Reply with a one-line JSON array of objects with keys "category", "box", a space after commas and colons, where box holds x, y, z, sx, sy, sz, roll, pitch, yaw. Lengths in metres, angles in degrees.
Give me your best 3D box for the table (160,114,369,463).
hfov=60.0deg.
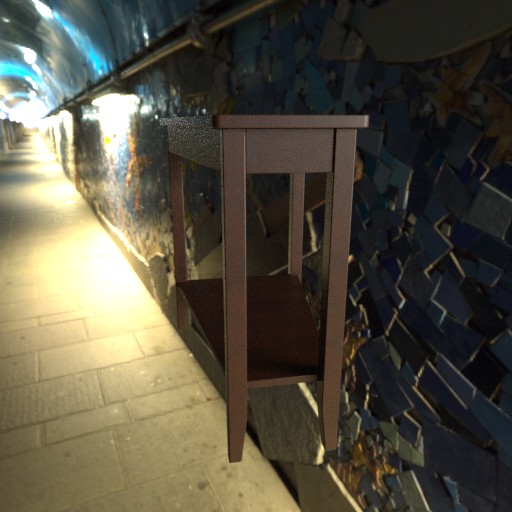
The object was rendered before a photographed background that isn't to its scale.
[{"category": "table", "box": [0.000, 0.000, 0.984, 0.399, 0.589, 0.605, -3, 17, -10]}]
